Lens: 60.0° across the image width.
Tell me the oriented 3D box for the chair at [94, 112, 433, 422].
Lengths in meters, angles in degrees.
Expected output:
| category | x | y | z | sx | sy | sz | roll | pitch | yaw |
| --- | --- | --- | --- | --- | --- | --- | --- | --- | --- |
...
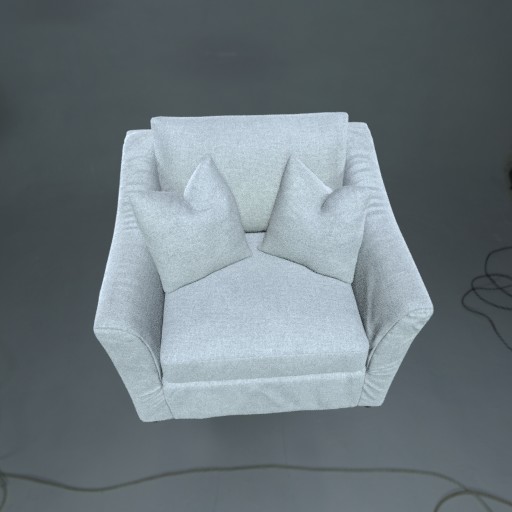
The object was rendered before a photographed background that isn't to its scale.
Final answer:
| category | x | y | z | sx | sy | sz | roll | pitch | yaw |
| --- | --- | --- | --- | --- | --- | --- | --- | --- | --- |
| chair | 0.000 | 0.000 | 2.031 | 1.194 | 1.059 | 1.071 | -3 | 45 | -3 |
